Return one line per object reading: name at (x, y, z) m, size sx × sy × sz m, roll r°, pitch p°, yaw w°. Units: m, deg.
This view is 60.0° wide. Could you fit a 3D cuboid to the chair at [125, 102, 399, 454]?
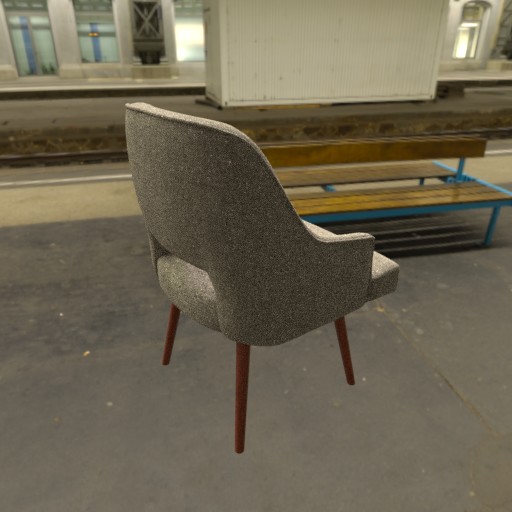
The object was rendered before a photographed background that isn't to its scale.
chair at (0.000, 0.000, 1.298) m, size 0.629 × 0.875 × 0.608 m, roll -18°, pitch 31°, yaw -32°
